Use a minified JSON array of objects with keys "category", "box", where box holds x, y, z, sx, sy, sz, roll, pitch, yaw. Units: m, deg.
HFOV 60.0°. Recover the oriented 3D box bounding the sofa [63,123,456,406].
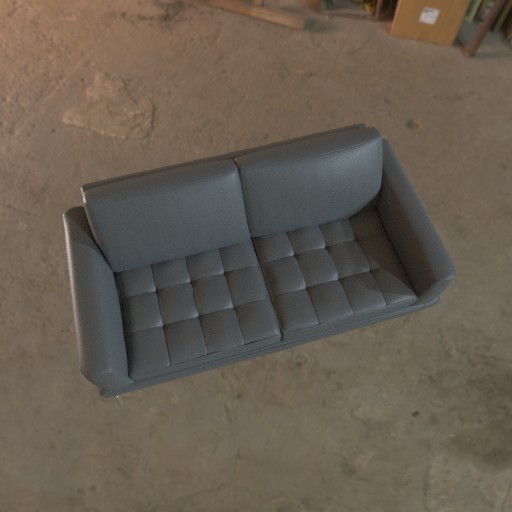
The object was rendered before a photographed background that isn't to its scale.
[{"category":"sofa","box":[0.000,0.000,2.733,2.177,0.930,1.121,-14,64,-7]}]
